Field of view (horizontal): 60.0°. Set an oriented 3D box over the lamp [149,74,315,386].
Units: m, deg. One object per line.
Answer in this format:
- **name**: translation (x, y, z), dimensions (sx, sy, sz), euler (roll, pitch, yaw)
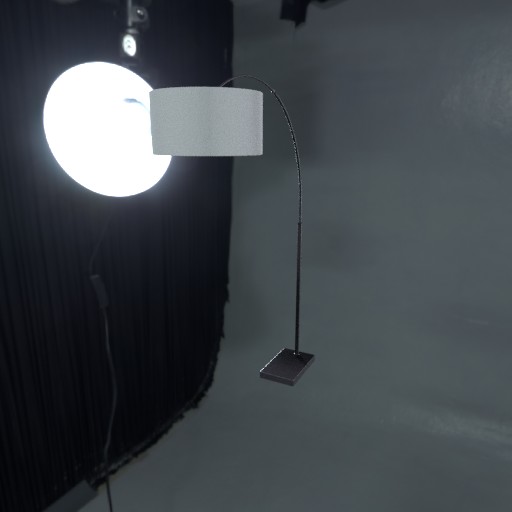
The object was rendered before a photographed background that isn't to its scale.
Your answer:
- **lamp**: translation (0.000, 0.000, 2.549), dimensions (0.493, 1.927, 1.424), euler (8, 16, 27)
